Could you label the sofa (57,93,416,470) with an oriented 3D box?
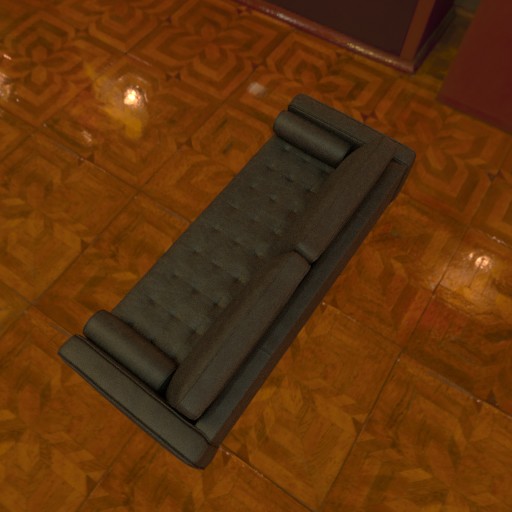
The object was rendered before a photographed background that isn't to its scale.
[{"bbox_3d":[0.000,0.000,2.617,0.914,0.762,2.210,33,68,15],"label":"sofa"}]
